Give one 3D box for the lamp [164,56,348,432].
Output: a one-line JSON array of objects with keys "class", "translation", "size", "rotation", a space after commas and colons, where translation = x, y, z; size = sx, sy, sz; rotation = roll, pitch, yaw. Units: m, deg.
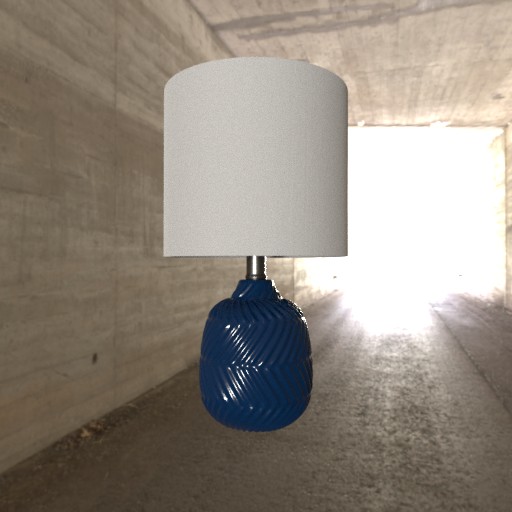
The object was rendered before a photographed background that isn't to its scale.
[{"class": "lamp", "translation": [0.000, 0.000, 0.498], "size": [0.203, 0.368, 0.203], "rotation": [0, -1, -18]}]
